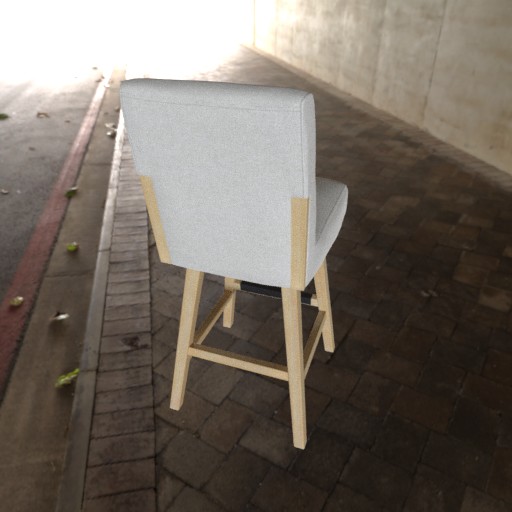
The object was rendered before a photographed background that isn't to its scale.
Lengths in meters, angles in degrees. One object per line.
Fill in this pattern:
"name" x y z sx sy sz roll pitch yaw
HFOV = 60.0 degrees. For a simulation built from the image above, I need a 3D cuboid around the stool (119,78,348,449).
"stool" 0.000 0.000 1.268 0.446 1.015 0.543 11 33 17
